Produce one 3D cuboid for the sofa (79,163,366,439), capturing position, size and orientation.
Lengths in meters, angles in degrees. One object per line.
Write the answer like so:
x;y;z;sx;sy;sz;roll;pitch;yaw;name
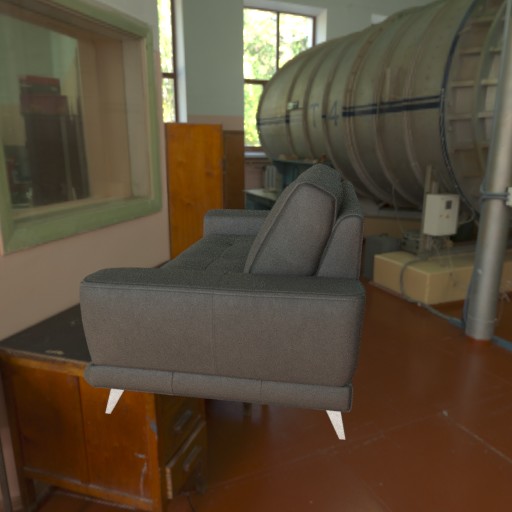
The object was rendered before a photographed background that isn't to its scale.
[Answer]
0.000;0.000;2.335;1.018;0.907;1.806;3;15;10;sofa
